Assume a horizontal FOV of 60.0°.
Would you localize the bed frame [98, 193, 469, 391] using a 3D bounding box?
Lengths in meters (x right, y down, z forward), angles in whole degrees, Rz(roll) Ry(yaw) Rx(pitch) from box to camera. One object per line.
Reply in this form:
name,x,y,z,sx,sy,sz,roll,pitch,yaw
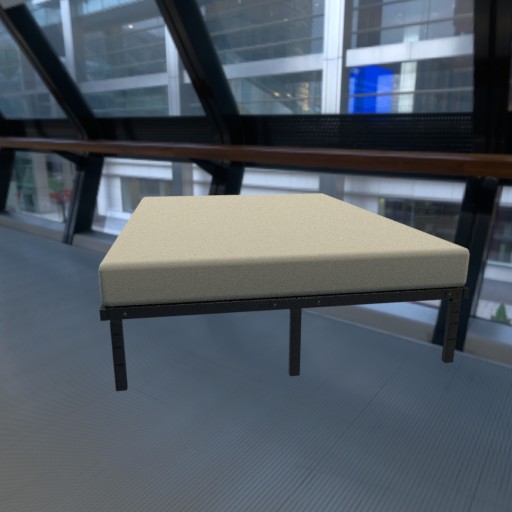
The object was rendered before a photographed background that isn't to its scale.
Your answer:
bed frame,0.000,0.000,3.589,1.990,0.680,2.635,-2,15,-9
